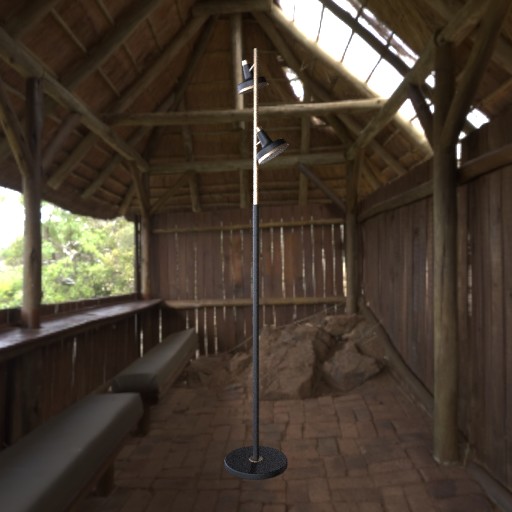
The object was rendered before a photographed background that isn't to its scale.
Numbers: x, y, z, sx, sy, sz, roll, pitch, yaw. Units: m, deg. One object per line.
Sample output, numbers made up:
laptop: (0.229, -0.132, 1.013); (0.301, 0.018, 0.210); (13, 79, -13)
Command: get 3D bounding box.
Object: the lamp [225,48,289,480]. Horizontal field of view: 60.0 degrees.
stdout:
lamp: (0.000, 0.000, 1.787); (0.253, 1.674, 0.351); (0, -1, -19)
